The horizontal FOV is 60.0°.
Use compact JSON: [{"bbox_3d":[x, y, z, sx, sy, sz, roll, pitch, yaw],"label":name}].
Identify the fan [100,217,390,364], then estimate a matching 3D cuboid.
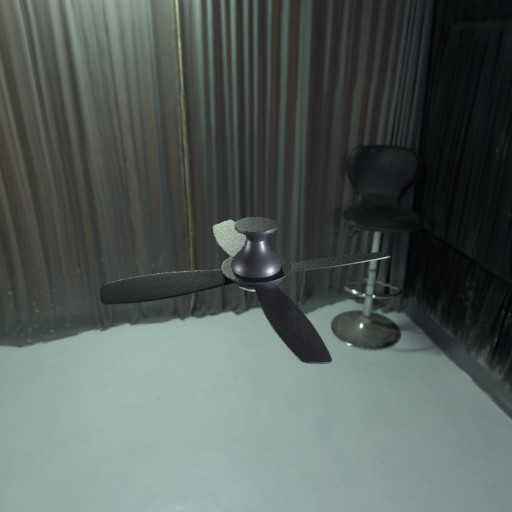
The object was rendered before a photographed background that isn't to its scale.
[{"bbox_3d":[0.000,0.000,2.484,1.694,0.382,1.694,-7,26,-16],"label":"fan"}]
